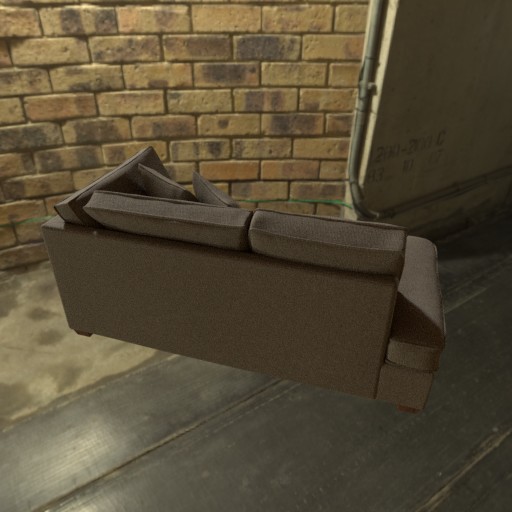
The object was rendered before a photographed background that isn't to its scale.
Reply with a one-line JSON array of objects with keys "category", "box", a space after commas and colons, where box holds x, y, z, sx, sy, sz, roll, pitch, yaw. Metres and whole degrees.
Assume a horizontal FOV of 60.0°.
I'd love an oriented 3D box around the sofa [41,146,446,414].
[{"category": "sofa", "box": [0.000, 0.000, 2.812, 2.237, 1.033, 1.110, 9, 33, 15]}]
